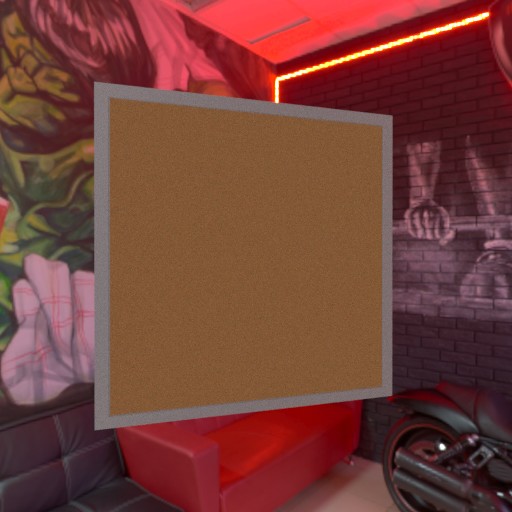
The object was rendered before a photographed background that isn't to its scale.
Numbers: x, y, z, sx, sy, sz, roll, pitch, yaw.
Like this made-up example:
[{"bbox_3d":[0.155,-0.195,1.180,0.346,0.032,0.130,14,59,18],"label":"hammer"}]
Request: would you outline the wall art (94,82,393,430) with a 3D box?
[{"bbox_3d":[0.000,0.000,0.740,0.506,0.506,0.038,0,0,-18],"label":"wall art"}]
